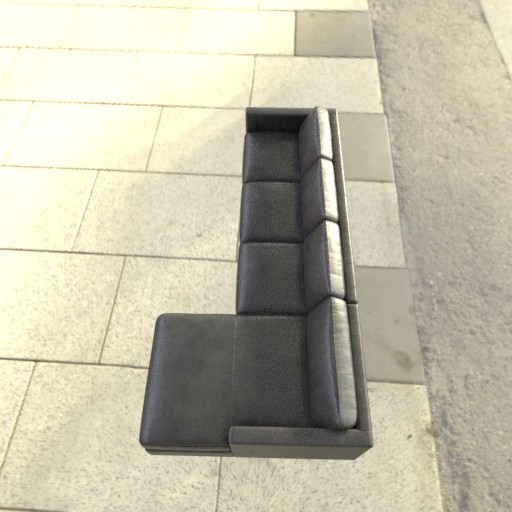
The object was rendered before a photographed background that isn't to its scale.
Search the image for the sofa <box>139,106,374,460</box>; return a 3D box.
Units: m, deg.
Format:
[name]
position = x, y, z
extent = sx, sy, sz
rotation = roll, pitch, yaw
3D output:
[sofa]
position = 0.000, 0.000, 3.919
extent = 1.581, 0.883, 3.203
rotation = 1, 58, 1
